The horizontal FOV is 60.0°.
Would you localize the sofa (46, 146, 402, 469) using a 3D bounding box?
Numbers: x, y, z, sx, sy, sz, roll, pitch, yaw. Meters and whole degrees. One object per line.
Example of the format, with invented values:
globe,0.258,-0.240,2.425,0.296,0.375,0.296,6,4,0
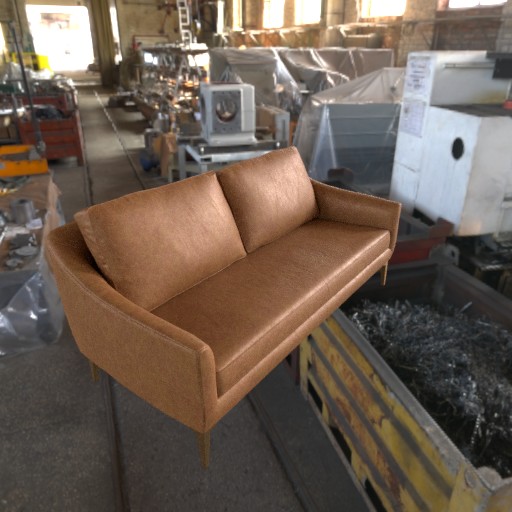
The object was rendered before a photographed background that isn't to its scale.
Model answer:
sofa,0.000,0.000,2.562,0.981,0.945,2.036,17,30,32
